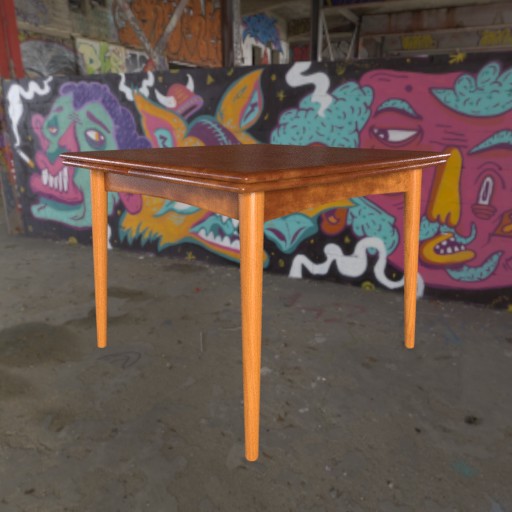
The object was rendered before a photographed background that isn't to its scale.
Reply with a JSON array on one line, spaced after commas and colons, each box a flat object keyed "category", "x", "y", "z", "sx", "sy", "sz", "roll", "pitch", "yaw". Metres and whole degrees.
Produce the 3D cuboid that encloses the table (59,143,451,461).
[{"category": "table", "x": 0.000, "y": 0.000, "z": 1.651, "sx": 0.991, "sy": 0.754, "sz": 0.991, "roll": -16, "pitch": 23, "yaw": -42}]
